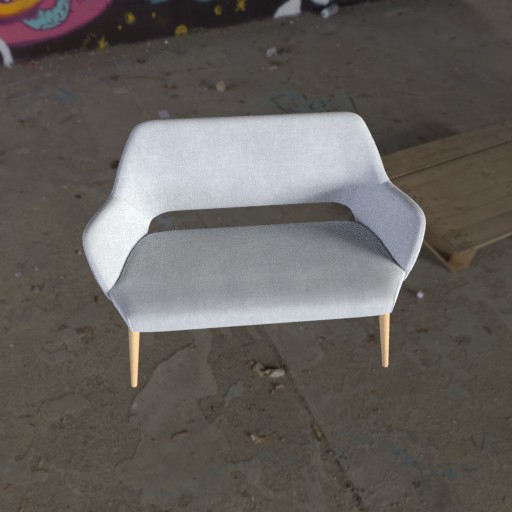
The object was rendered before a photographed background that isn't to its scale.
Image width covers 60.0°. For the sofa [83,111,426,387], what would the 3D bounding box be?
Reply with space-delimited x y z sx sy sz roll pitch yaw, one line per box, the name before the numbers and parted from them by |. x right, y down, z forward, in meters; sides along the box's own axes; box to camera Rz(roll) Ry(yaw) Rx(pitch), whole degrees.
sofa | 0.000 0.000 1.676 1.150 0.840 0.610 -4 47 -3
